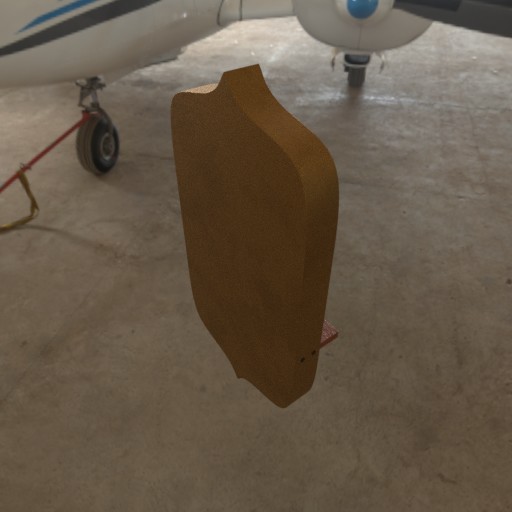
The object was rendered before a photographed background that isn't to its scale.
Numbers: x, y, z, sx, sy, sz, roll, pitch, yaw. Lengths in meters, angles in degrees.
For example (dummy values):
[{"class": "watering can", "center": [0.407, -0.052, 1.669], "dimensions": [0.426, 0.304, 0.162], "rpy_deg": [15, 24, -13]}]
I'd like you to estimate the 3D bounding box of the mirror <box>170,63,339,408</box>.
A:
[{"class": "mirror", "center": [0.000, 0.000, 0.740], "dimensions": [0.096, 0.613, 0.323], "rpy_deg": [-26, 47, -28]}]
